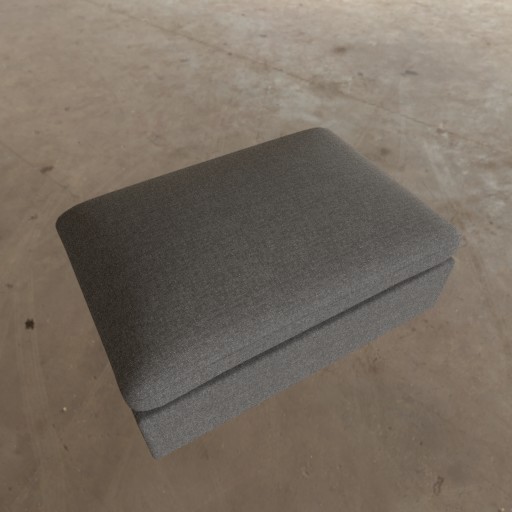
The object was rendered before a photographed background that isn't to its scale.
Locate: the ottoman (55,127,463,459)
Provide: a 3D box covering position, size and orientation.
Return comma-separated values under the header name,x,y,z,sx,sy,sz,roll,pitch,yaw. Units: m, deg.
name,x,y,z,sx,sy,sz,roll,pitch,yaw
ottoman,0.000,0.000,1.420,1.041,0.483,0.711,-23,51,-20
